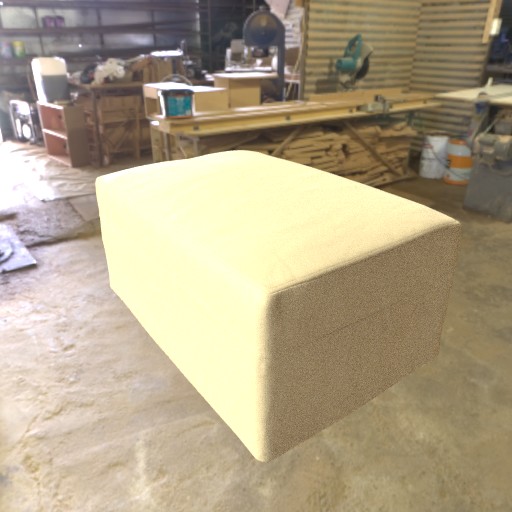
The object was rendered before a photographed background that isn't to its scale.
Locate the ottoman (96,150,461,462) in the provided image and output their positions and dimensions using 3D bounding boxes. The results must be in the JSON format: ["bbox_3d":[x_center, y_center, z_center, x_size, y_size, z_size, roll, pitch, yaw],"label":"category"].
[{"bbox_3d":[0.000,0.000,1.221,0.590,0.444,0.872,-18,31,-32],"label":"ottoman"}]
